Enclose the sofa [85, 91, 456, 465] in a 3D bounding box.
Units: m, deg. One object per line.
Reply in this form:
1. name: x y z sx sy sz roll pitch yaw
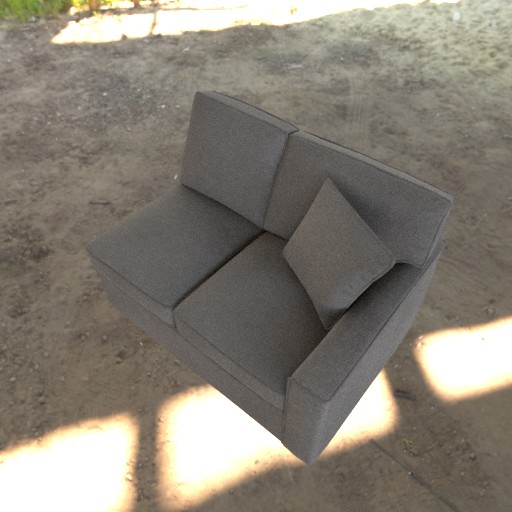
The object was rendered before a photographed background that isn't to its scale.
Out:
1. sofa: 0.000 0.000 2.081 1.388 0.989 0.991 31 53 27
